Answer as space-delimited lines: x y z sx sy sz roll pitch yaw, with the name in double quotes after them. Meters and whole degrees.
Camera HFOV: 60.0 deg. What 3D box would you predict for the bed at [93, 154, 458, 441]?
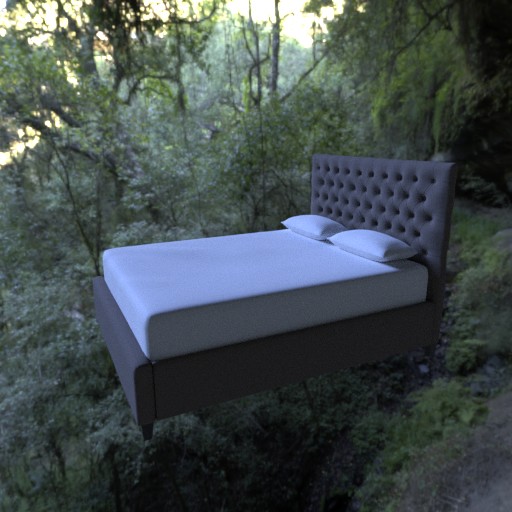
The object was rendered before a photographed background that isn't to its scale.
0.000 0.000 3.388 2.233 1.426 1.696 -8 17 -26 "bed"
